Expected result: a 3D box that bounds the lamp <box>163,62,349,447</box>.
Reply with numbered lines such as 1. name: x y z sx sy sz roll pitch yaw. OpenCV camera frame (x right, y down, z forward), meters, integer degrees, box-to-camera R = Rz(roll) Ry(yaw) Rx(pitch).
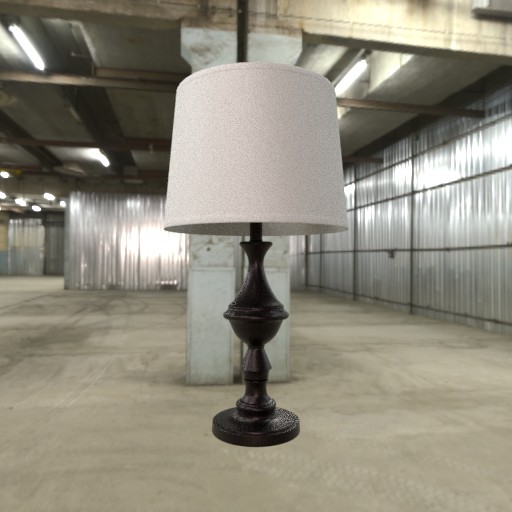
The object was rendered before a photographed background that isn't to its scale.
1. lamp: 0.000 0.000 0.935 0.383 0.726 0.383 0 -1 0
